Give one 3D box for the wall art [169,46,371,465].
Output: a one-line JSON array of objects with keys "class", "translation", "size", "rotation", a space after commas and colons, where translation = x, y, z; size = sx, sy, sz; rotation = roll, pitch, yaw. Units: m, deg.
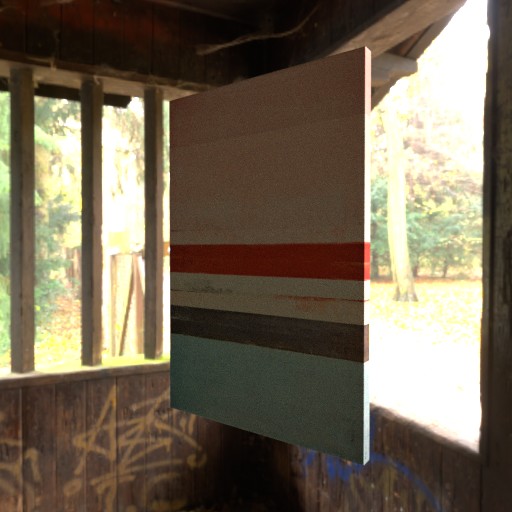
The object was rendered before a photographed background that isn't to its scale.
[{"class": "wall art", "translation": [0.000, 0.000, 1.160], "size": [0.610, 0.914, 0.038], "rotation": [1, 1, 36]}]
